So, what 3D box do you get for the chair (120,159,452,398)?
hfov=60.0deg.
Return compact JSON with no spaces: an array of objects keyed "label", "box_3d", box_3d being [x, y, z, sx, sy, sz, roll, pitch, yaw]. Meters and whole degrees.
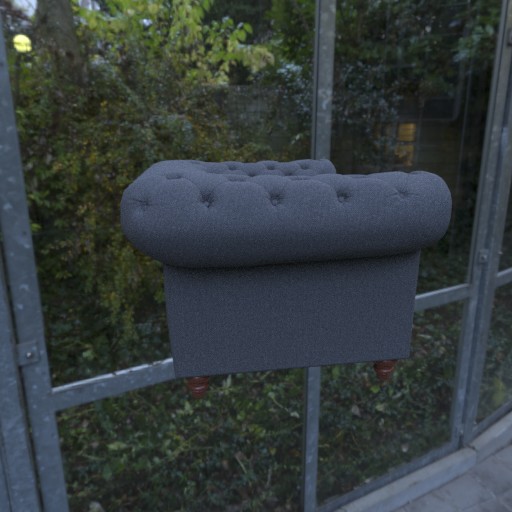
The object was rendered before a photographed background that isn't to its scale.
[{"label":"chair","box_3d":[0.000,0.000,1.882,0.976,0.770,1.270,-2,15,-10]}]
